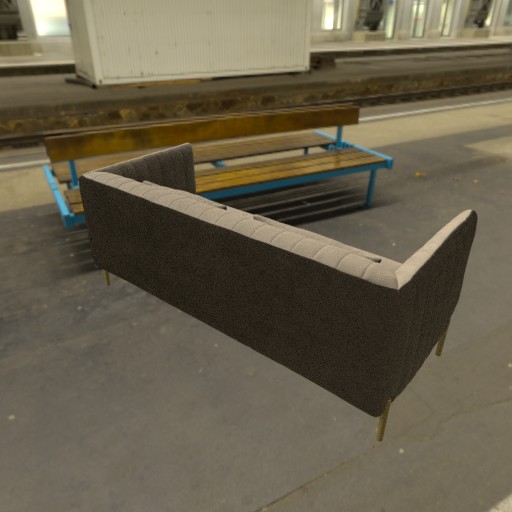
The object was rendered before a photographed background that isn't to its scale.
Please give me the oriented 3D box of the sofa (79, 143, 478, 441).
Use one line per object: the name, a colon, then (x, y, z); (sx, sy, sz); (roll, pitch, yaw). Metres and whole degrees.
sofa: (0.000, 0.000, 2.431); (1.980, 0.780, 0.876); (21, 35, 33)
